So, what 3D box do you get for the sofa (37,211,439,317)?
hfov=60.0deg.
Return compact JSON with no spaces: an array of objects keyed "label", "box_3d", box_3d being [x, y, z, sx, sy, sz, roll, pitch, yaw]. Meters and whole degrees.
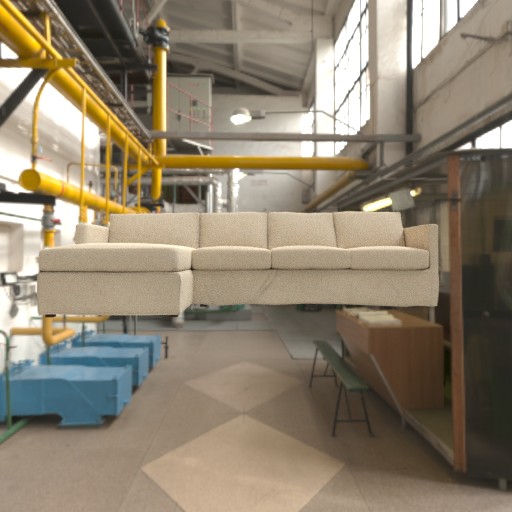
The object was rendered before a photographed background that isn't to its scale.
[{"label":"sofa","box_3d":[0.000,0.000,3.957,3.205,0.922,1.650,0,0,-1]}]
